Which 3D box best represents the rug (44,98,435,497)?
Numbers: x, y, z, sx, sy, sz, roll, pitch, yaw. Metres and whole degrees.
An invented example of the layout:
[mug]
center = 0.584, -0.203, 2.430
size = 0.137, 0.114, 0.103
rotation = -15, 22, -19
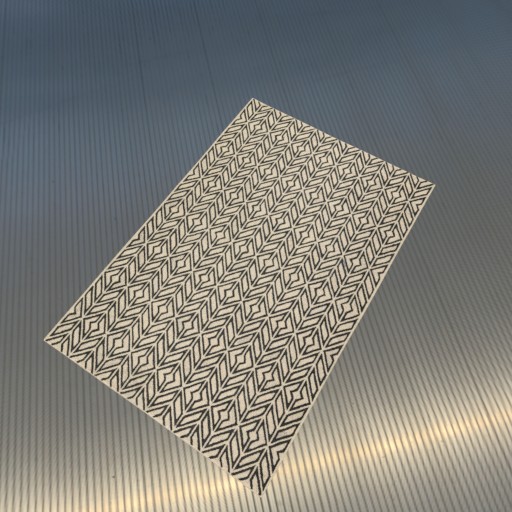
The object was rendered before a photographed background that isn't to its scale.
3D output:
[rug]
center = 0.000, 0.000, 2.290
size = 1.220, 0.007, 1.828
rotation = 30, 68, 14
